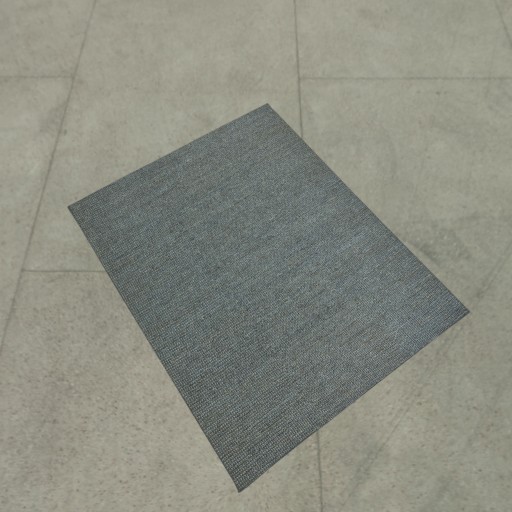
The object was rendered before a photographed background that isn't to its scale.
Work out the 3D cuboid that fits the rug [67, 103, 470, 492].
[{"bbox_3d":[0.000,0.000,4.144,2.456,0.021,3.068,-32,67,-15],"label":"rug"}]
